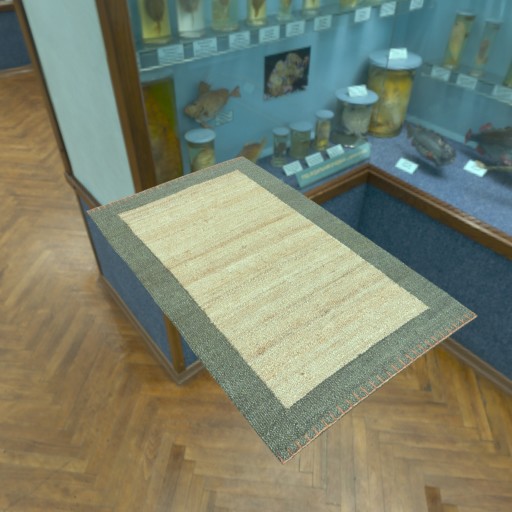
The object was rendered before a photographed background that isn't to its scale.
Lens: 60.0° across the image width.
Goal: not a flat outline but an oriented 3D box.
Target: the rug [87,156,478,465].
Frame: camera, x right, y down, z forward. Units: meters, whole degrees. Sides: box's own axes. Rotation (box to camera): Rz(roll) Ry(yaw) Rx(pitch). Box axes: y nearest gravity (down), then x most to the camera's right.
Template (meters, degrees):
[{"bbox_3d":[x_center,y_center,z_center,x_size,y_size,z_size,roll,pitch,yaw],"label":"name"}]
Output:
[{"bbox_3d":[0.000,0.000,3.044,1.521,0.006,2.435,-26,47,-26],"label":"rug"}]
